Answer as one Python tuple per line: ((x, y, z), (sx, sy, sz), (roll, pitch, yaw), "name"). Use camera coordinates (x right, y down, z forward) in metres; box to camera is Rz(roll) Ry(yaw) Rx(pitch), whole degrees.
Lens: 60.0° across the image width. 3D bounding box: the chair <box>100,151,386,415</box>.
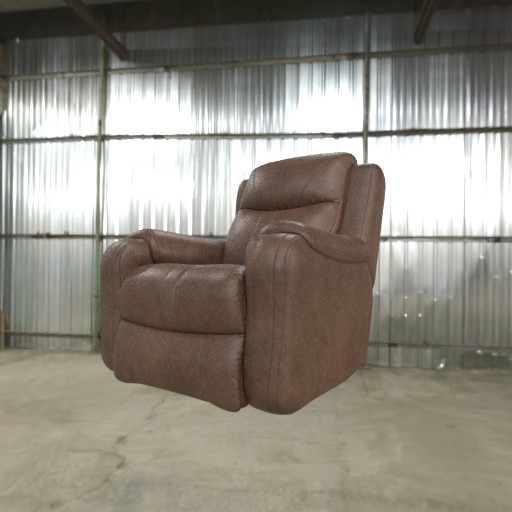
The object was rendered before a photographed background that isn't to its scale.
((0.000, 0.000, 1.921), (0.940, 0.990, 1.067), (0, 0, 37), "chair")
